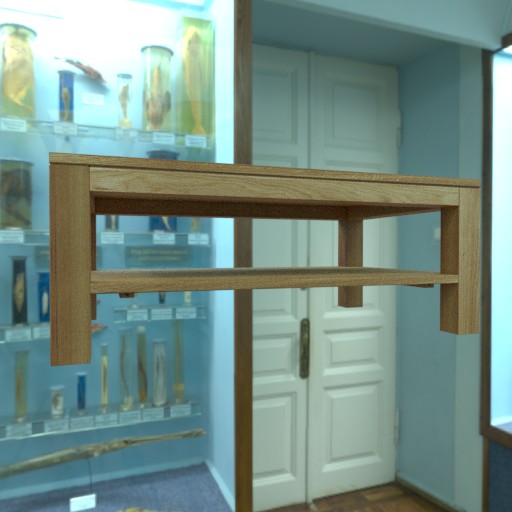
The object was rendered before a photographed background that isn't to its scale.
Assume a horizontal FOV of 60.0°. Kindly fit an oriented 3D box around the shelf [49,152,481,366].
[{"bbox_3d":[0.000,0.000,1.444,1.150,0.450,0.700,0,1,-19],"label":"shelf"}]
